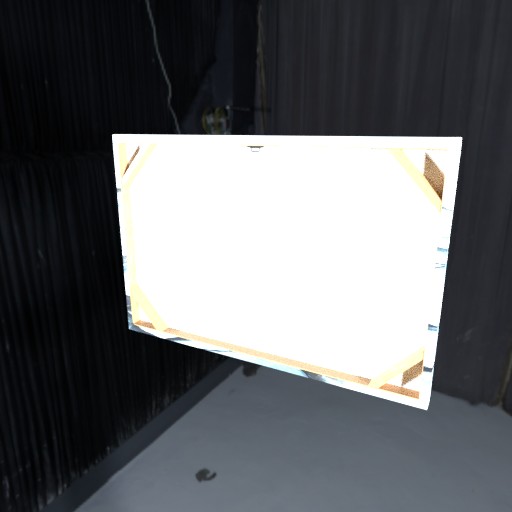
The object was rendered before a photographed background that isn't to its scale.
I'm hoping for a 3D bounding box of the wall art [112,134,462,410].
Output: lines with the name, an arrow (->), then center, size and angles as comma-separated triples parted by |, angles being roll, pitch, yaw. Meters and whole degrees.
wall art -> 0.000, 0.000, 1.161 | 0.914, 0.609, 0.039 | 8, 18, 27
